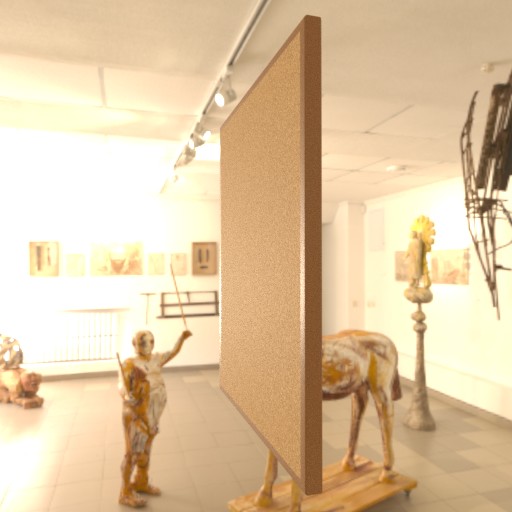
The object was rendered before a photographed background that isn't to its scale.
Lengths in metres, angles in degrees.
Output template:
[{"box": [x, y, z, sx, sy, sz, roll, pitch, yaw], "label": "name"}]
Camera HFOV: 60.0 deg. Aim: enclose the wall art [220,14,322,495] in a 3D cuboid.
[{"box": [0.000, 0.000, 0.498, 0.015, 0.379, 0.310, 0, -1, -17], "label": "wall art"}]
